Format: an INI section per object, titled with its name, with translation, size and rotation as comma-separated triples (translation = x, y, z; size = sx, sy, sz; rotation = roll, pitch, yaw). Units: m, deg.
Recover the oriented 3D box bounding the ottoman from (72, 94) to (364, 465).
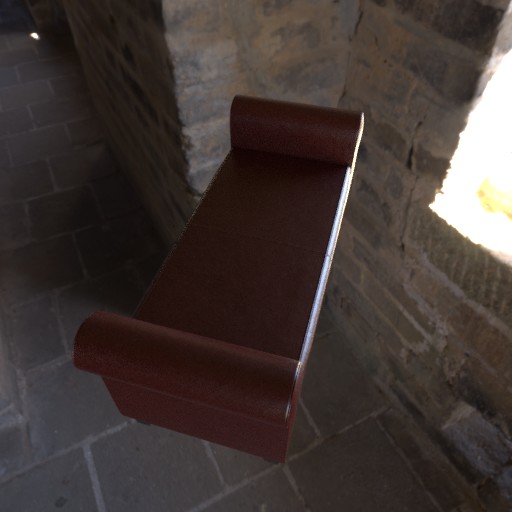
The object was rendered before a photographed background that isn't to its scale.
[ottoman]
translation = 0.000, 0.000, 1.523
size = 0.521, 0.547, 1.256
rotation = 12, 48, 11
